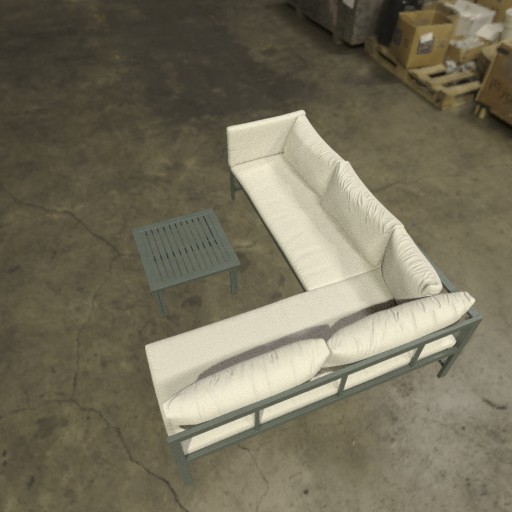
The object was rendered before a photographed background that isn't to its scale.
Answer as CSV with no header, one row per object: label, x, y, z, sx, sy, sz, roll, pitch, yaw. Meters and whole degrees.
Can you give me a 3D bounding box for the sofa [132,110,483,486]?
sofa,0.000,0.000,2.893,1.658,0.758,2.096,-17,50,-15
